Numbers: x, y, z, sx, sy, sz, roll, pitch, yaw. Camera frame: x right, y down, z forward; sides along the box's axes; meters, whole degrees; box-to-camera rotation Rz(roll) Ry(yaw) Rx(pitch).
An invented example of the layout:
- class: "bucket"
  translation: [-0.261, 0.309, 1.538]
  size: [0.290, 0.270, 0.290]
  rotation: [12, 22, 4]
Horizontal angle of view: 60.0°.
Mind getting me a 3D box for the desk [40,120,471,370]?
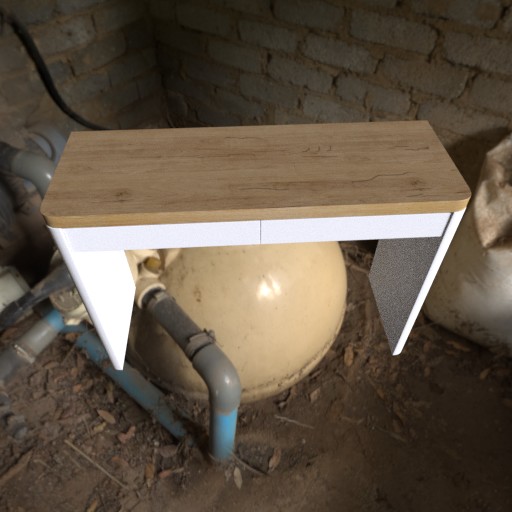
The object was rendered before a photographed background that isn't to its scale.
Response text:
- class: "desk"
  translation: [0.000, 0.000, 1.513]
  size: [1.100, 0.760, 0.390]
  rotation: [-3, 47, -2]
